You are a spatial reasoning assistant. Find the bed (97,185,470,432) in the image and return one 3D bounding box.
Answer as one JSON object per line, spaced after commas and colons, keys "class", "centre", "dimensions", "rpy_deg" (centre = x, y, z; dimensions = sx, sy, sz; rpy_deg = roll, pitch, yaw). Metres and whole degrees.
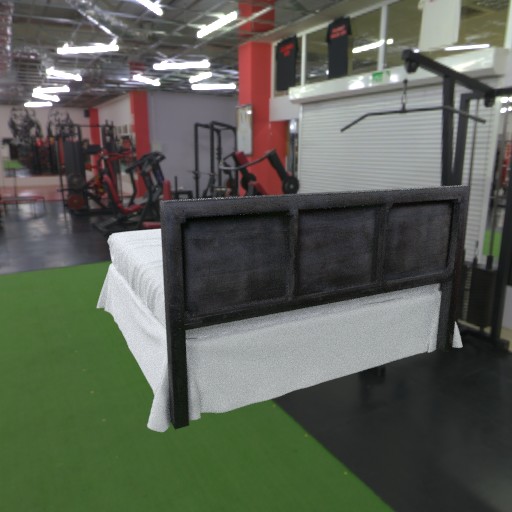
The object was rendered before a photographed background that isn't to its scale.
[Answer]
{"class": "bed", "centre": [0.000, 0.000, 3.465], "dimensions": [2.255, 1.158, 2.165], "rpy_deg": [-7, 15, -26]}
